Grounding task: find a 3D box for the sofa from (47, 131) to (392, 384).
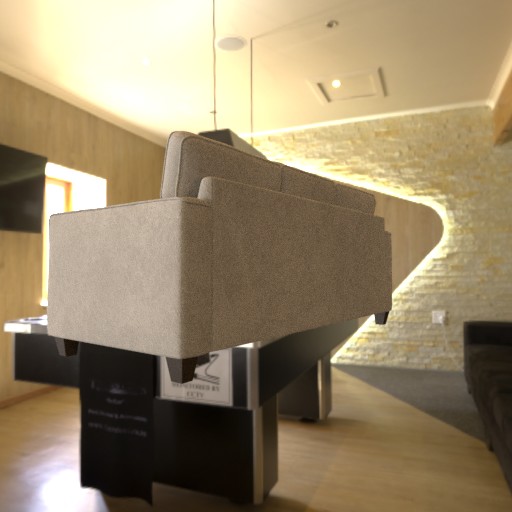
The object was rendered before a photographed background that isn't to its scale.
[{"bbox_3d":[0.000,0.000,2.667,0.939,0.965,2.133,-1,-2,37],"label":"sofa"}]
